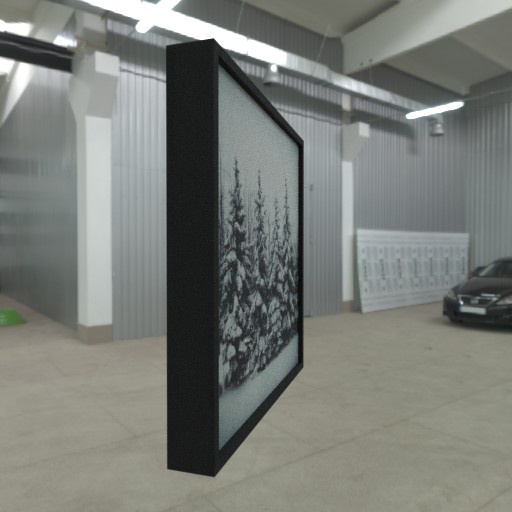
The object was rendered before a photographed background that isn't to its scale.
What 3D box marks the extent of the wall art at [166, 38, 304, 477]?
[{"bbox_3d":[0.000,0.000,0.458,0.037,0.305,0.305,0,1,18],"label":"wall art"}]
